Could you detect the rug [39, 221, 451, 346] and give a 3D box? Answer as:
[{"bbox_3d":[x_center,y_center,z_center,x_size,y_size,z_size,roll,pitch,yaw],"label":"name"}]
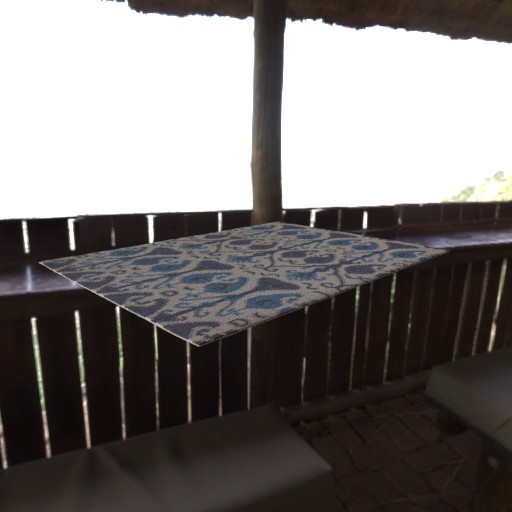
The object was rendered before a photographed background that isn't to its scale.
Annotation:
[{"bbox_3d":[0.000,0.000,4.317,3.228,0.024,2.443,-13,19,-42],"label":"rug"}]
